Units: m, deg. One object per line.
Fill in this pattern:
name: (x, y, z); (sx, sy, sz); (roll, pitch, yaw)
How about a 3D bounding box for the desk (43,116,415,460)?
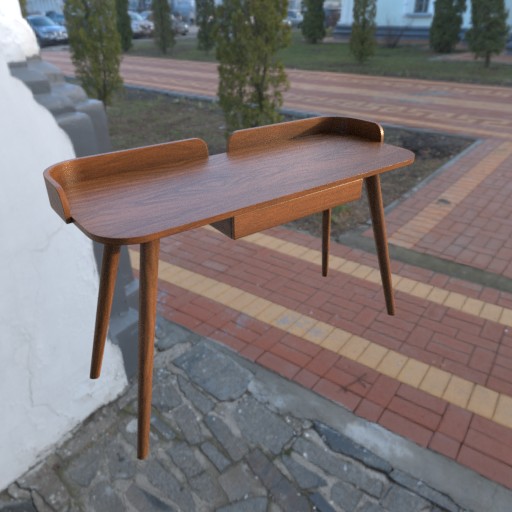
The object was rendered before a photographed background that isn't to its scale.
desk: (0.000, 0.000, 1.638); (1.256, 0.800, 0.486); (-20, 35, -32)
